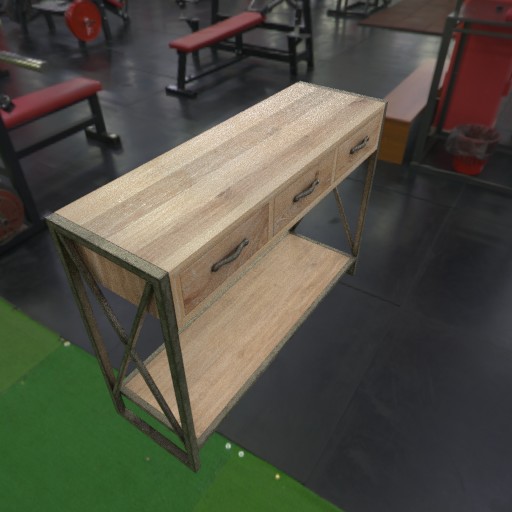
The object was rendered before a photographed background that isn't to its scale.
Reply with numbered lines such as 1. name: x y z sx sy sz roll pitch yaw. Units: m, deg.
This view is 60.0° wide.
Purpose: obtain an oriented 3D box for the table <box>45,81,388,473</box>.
1. table: 0.000 0.000 1.441 0.361 0.763 1.059 24 45 26
